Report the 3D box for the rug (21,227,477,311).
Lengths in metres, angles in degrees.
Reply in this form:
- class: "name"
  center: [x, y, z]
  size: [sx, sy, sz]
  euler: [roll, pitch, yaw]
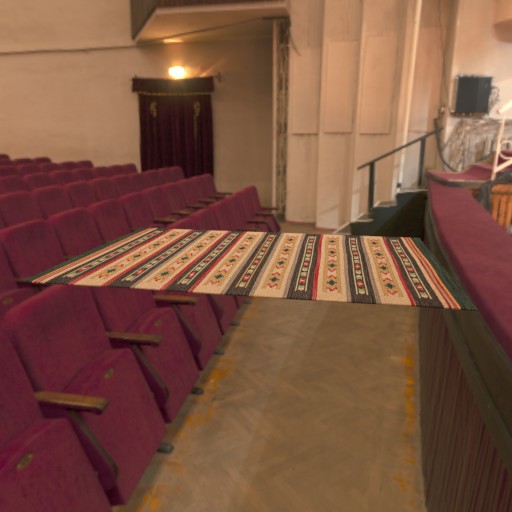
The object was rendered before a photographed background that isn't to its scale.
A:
- class: "rug"
  center: [0.000, 0.000, 2.308]
  size: [1.825, 0.009, 1.221]
  euler: [3, 15, 10]
